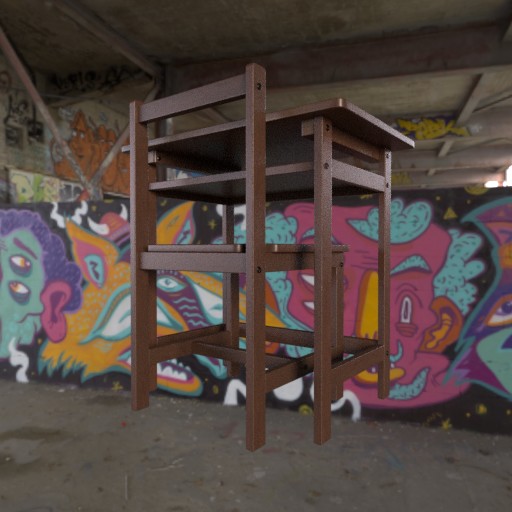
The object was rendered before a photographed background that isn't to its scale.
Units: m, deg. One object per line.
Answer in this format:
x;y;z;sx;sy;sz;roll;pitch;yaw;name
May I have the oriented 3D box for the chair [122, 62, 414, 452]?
0.000;0.000;1.047;0.599;0.673;0.463;1;1;37;chair
